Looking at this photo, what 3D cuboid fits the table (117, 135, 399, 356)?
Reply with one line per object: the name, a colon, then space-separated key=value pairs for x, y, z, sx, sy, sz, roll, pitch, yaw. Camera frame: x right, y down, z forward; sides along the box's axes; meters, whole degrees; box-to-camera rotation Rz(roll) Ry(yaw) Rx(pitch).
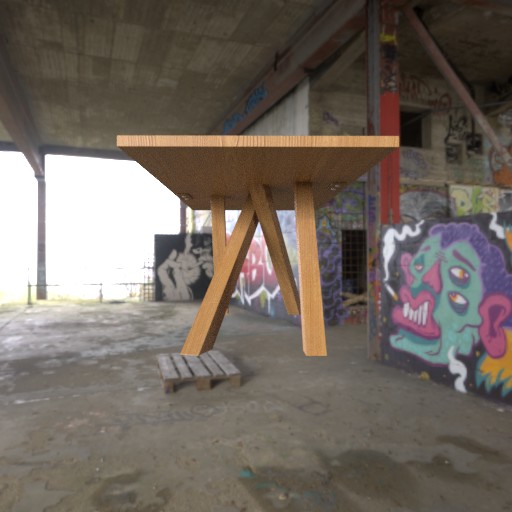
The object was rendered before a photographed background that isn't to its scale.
table: x=0.000 y=0.000 z=2.307 sx=0.901 sy=0.750 sz=1.797 roll=0 pitch=-1 yaw=-1
